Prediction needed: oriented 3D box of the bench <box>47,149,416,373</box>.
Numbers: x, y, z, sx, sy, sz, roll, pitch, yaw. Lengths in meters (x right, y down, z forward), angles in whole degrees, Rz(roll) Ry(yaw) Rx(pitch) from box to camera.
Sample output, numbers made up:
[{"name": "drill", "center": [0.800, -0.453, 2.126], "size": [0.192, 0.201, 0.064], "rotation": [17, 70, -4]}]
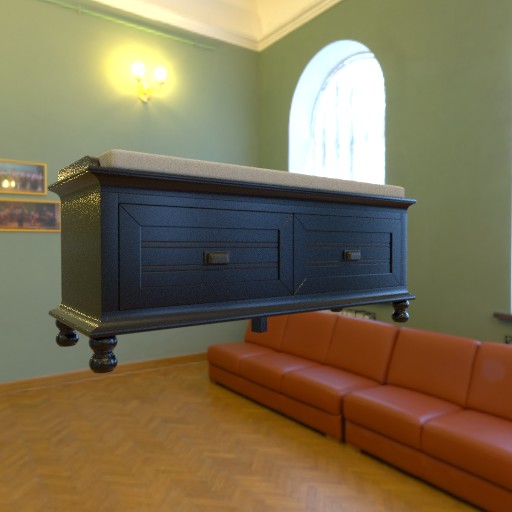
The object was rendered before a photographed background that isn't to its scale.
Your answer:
[{"name": "bench", "center": [0.000, 0.000, 1.459], "size": [1.185, 0.501, 0.402], "rotation": [-1, 2, -36]}]
